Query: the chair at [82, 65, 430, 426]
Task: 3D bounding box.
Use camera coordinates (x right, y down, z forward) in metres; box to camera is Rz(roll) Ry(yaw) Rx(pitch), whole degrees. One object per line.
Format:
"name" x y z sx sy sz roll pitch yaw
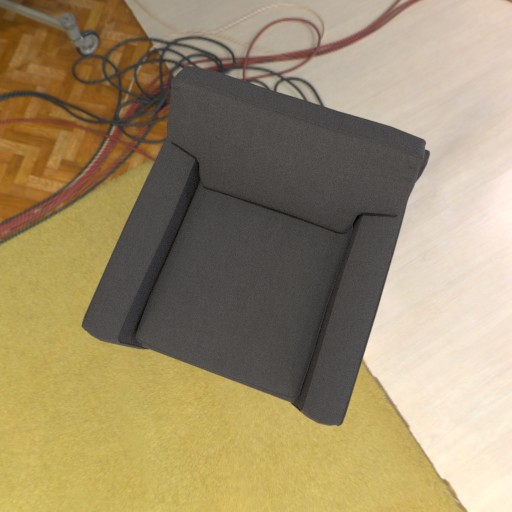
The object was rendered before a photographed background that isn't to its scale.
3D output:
"chair" 0.000 0.000 1.807 0.997 0.913 1.043 19 76 5
